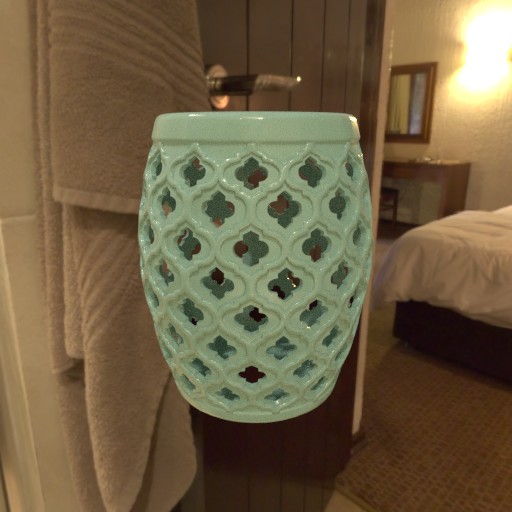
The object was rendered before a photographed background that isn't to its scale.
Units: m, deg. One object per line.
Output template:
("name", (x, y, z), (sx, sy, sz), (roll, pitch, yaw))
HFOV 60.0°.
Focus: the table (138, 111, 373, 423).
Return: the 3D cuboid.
("table", (0.000, 0.000, 0.640), (0.325, 0.388, 0.325), (0, 16, 0))
